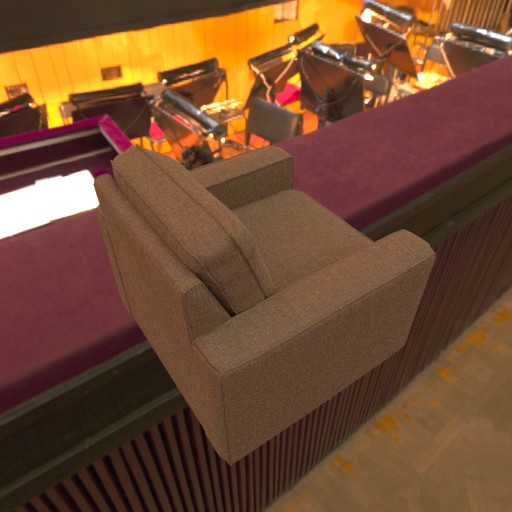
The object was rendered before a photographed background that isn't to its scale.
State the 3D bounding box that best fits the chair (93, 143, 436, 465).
[{"bbox_3d":[0.000,0.000,1.782,0.940,0.914,1.016,-25,47,-25],"label":"chair"}]
